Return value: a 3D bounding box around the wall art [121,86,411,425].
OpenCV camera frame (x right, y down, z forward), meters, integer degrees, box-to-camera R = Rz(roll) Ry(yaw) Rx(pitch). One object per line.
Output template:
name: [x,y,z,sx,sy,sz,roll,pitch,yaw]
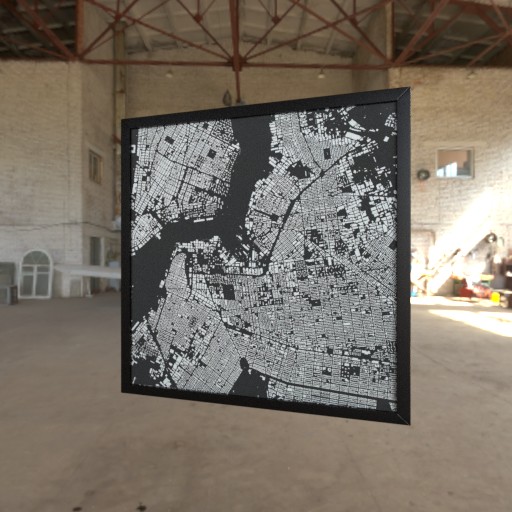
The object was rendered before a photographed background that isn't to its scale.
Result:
wall art: [0.000,0.000,0.455,0.299,0.299,0.037,0,0,18]
